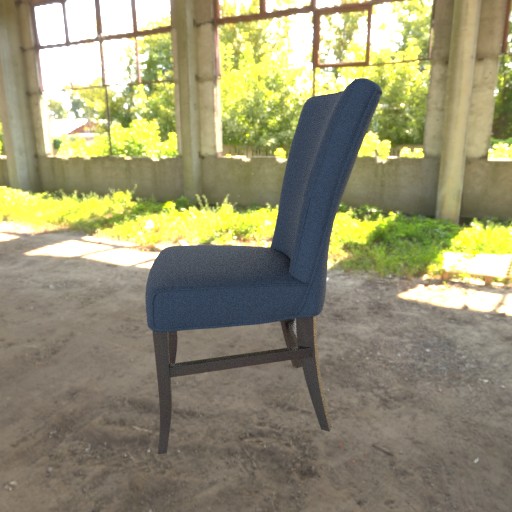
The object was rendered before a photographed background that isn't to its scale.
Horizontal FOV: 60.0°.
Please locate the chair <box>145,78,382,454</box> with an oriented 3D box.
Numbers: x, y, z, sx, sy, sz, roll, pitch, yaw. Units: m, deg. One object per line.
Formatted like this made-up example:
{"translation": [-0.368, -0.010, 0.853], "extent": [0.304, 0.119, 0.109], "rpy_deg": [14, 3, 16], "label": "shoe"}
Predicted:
{"translation": [0.000, 0.000, 1.383], "extent": [0.660, 0.991, 0.520], "rpy_deg": [-2, 14, -7], "label": "chair"}
